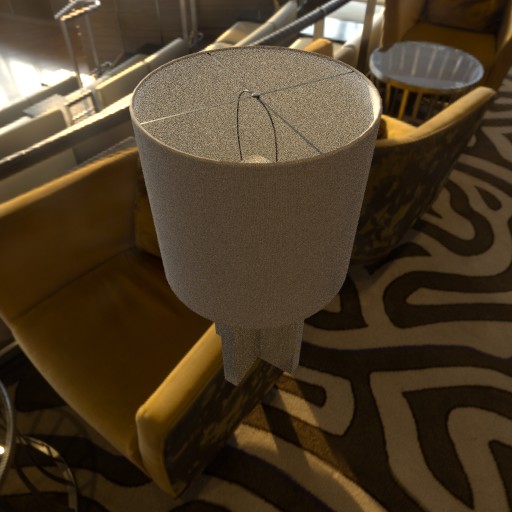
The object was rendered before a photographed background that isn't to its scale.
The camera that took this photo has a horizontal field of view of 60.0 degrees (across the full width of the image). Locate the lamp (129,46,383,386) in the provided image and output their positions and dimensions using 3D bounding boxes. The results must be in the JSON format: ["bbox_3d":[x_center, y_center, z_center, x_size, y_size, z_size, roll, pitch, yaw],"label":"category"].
[{"bbox_3d":[0.000,0.000,0.560,0.229,0.428,0.229,24,51,22],"label":"lamp"}]
